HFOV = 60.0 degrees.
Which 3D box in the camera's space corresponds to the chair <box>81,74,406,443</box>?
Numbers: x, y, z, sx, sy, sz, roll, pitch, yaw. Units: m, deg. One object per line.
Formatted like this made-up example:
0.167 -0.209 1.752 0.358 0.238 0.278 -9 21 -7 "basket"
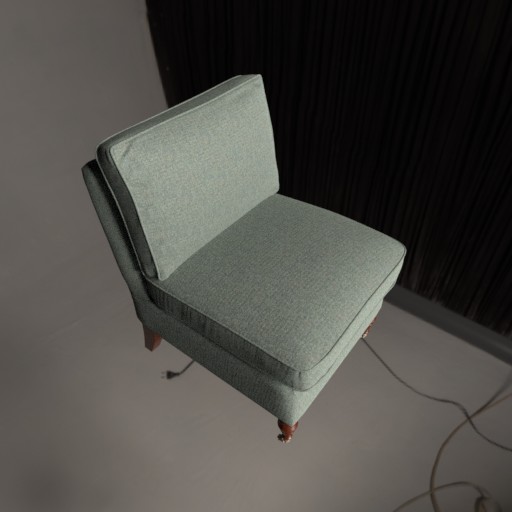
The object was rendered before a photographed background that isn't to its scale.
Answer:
0.000 0.000 1.436 0.796 0.901 0.624 27 49 27 "chair"
